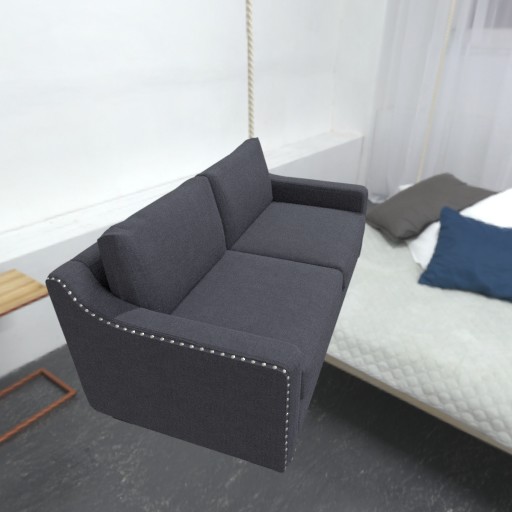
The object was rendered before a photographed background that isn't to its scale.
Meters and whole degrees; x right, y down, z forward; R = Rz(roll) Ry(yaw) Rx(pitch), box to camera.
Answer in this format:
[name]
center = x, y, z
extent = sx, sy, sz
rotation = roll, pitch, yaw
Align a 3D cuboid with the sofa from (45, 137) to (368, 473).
[sofa]
center = 0.000, 0.000, 3.247
extent = 1.336, 1.196, 2.550
rotation = 10, 30, 17
